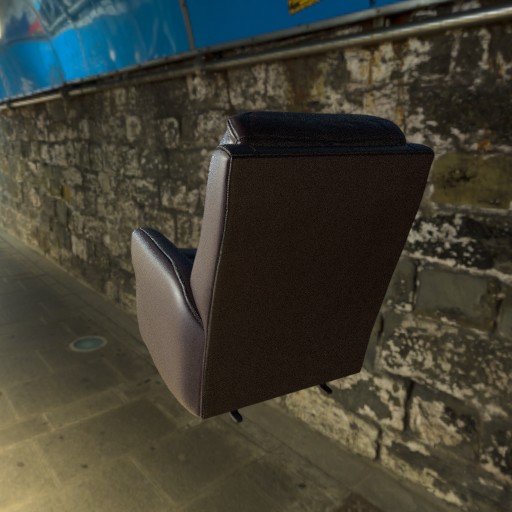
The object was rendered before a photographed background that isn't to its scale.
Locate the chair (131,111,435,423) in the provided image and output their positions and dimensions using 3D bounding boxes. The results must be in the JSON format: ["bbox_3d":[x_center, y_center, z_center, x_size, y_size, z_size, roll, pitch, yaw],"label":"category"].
[{"bbox_3d":[0.000,0.000,1.740,0.829,1.030,1.080,-7,16,-26],"label":"chair"}]
